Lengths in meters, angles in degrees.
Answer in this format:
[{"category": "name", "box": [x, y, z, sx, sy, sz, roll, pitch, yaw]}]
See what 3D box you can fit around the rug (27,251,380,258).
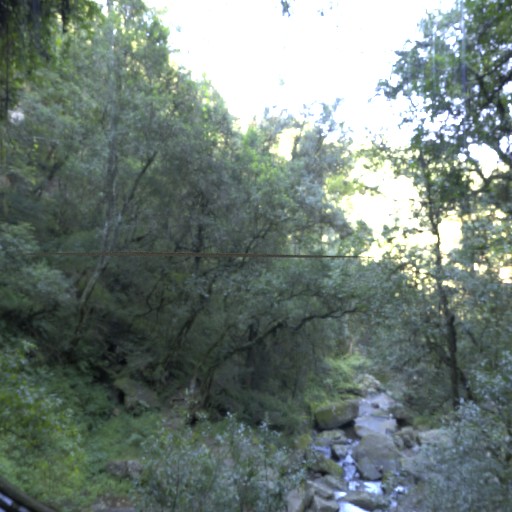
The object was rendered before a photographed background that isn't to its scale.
[{"category": "rug", "box": [0.000, 0.000, 2.697, 0.686, 0.006, 2.437, 0, -1, 35]}]
